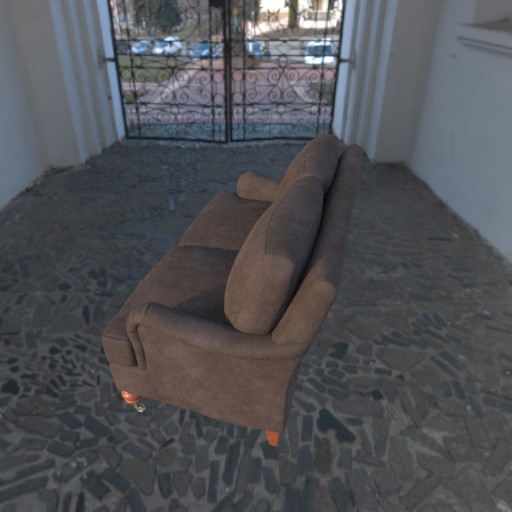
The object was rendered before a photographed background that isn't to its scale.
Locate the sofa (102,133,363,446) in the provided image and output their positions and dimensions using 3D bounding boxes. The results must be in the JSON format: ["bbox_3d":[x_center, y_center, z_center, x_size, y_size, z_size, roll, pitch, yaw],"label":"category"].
[{"bbox_3d":[0.000,0.000,2.684,1.084,1.101,1.853,8,32,12],"label":"sofa"}]
